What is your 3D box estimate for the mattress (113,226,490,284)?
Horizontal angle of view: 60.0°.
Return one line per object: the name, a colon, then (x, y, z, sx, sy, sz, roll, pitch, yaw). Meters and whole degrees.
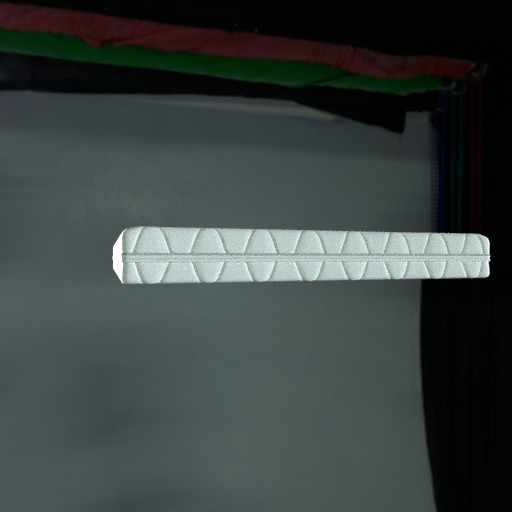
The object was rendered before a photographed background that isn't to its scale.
mattress: (0.000, 0.000, 2.637, 1.600, 0.200, 1.900, 0, 0, -19)
